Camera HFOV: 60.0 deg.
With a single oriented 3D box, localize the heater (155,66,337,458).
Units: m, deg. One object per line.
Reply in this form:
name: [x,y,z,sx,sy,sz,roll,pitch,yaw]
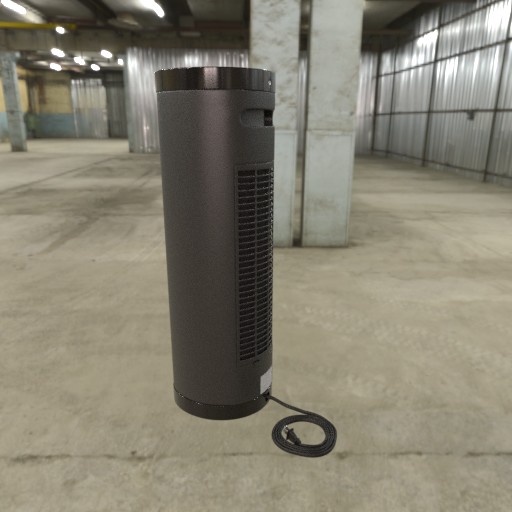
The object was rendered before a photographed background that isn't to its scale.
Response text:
heater: [0.000,0.000,0.707,0.312,0.552,0.174,8,18,25]
